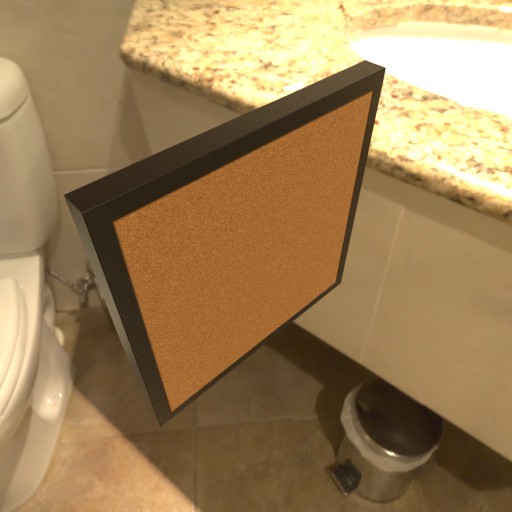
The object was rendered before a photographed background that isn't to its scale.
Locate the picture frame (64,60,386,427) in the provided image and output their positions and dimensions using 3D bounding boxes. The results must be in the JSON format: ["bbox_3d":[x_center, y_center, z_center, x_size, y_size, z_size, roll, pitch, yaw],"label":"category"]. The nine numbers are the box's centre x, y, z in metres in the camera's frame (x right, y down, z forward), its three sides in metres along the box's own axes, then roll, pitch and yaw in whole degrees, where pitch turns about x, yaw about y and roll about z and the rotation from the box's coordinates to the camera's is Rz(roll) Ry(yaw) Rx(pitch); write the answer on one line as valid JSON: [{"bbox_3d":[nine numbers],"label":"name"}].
[{"bbox_3d":[0.000,0.000,0.525,0.355,0.353,0.029,-33,54,-28],"label":"picture frame"}]
